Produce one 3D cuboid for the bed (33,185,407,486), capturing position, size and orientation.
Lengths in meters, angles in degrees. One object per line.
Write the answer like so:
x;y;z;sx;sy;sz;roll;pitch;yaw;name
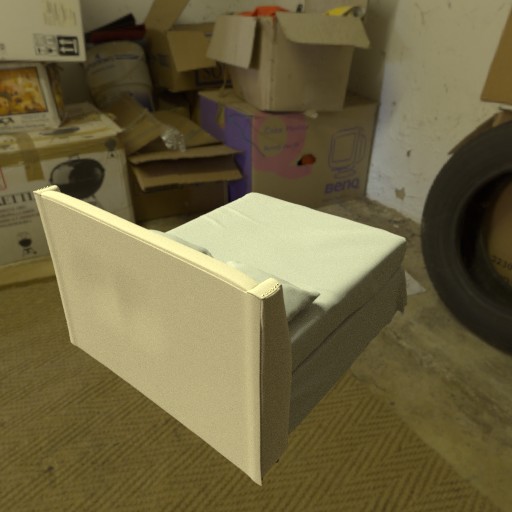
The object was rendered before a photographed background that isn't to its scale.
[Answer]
0.000;0.000;3.417;1.925;1.332;2.276;22;37;33;bed
